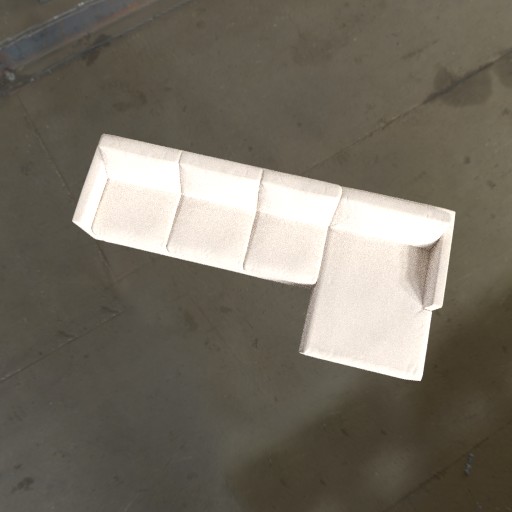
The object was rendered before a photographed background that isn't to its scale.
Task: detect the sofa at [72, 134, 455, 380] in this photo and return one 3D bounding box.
[{"bbox_3d":[0.000,0.000,4.291,3.471,0.954,1.606,13,77,3],"label":"sofa"}]
